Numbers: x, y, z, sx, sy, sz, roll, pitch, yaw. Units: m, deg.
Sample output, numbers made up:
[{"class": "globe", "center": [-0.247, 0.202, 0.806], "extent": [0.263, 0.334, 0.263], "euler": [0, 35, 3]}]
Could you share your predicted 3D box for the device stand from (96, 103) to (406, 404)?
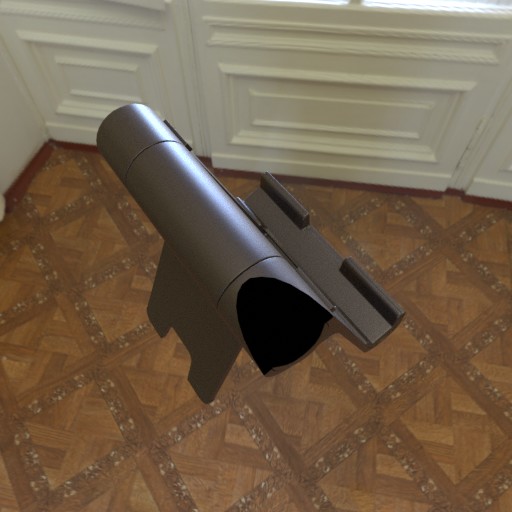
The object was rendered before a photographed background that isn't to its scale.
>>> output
[{"class": "device stand", "center": [0.000, 0.000, 0.152], "extent": [0.079, 0.084, 0.088], "euler": [-31, 63, -18]}]
